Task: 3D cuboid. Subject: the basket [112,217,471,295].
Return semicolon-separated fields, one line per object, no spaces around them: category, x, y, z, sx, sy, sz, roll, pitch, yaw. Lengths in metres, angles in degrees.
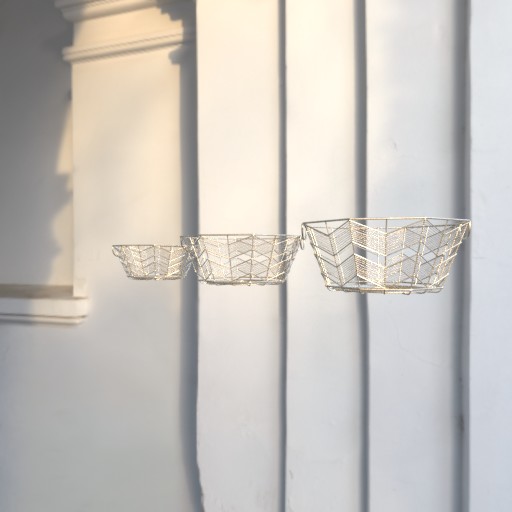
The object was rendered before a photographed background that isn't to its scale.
basket;0.000;0.000;1.412;1.246;0.178;0.432;0;1;35
